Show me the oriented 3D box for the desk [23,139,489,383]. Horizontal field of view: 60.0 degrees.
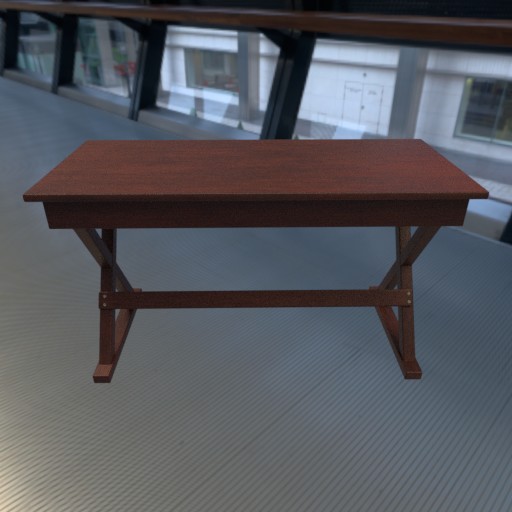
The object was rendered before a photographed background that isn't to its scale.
[{"bbox_3d":[0.000,0.000,1.747,1.372,0.761,0.600,0,30,-1],"label":"desk"}]
